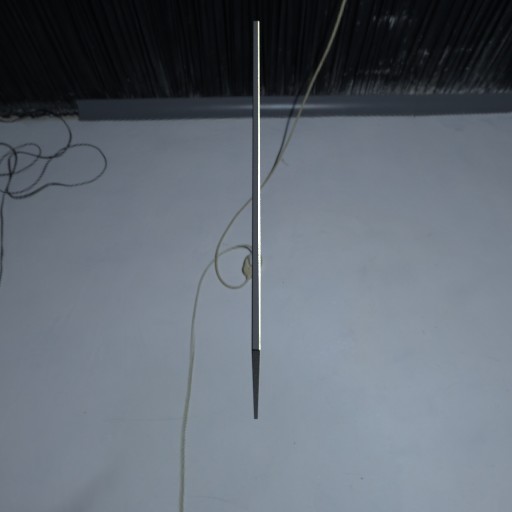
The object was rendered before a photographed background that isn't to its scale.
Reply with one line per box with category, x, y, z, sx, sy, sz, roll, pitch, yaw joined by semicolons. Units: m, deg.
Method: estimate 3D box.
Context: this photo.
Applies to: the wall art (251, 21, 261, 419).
wall art;0.000;0.000;0.784;0.009;0.559;0.483;0;63;0
